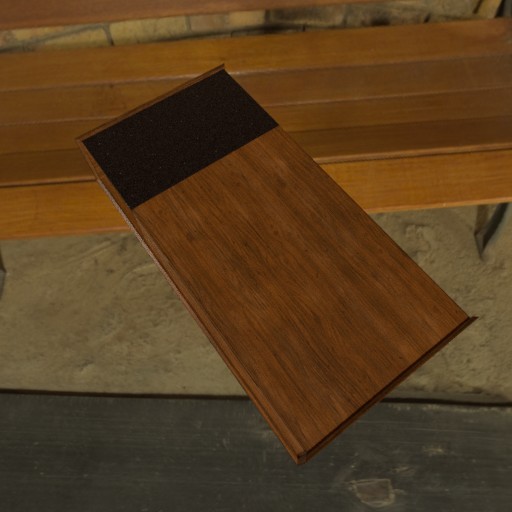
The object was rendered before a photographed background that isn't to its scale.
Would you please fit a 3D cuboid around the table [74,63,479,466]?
[{"bbox_3d":[0.000,0.000,1.569,0.610,0.508,1.221,-33,68,-15],"label":"table"}]
